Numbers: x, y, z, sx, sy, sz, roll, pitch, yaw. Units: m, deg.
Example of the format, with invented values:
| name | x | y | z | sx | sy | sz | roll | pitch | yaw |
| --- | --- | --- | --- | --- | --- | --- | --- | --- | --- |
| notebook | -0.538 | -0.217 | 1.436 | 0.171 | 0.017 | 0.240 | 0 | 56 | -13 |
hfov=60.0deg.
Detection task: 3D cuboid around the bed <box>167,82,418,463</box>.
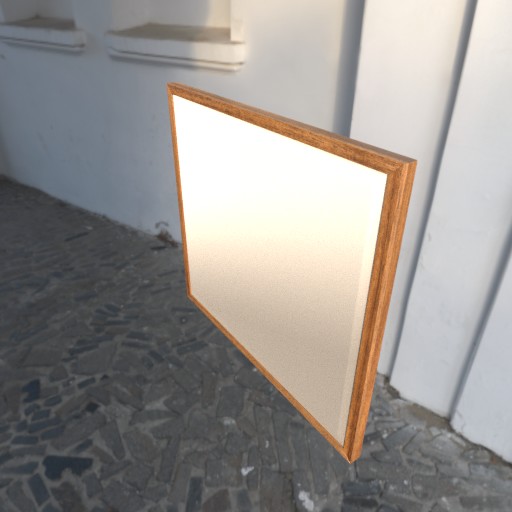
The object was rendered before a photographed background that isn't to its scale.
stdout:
| name | x | y | z | sx | sy | sz | roll | pitch | yaw |
| --- | --- | --- | --- | --- | --- | --- | --- | --- | --- |
| bed | 0.000 | 0.000 | 1.468 | 0.043 | 0.940 | 1.041 | -20 | 37 | -30 |
